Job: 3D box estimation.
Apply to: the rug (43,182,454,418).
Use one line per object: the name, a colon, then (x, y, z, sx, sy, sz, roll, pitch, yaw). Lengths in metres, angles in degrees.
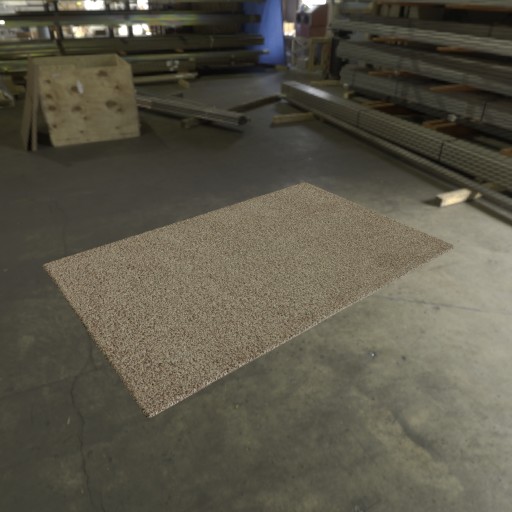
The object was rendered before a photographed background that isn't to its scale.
rug: (0.000, 0.000, 3.493, 2.743, 0.030, 1.778, -22, 37, -32)
